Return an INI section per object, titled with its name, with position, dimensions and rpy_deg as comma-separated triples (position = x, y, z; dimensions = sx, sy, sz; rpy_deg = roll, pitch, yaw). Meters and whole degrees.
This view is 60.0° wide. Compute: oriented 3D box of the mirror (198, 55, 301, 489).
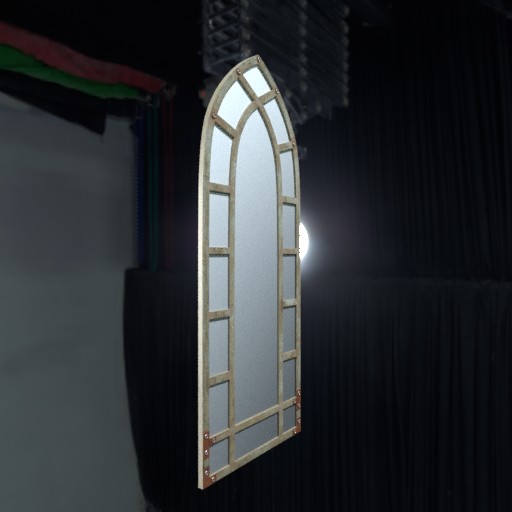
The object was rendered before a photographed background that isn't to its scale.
[mirror]
position = 0.000, 0.000, 1.303
dimensions = 0.025, 1.175, 0.464
rpy_deg = 0, 0, 38
